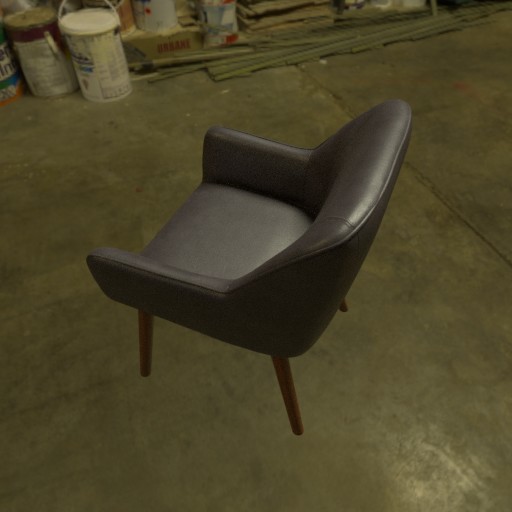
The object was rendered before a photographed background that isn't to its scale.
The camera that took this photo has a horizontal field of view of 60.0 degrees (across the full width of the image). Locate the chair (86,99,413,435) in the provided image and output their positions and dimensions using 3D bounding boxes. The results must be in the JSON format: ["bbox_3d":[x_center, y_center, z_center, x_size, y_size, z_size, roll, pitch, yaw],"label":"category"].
[{"bbox_3d":[0.000,0.000,1.219,0.610,0.828,0.610,18,49,16],"label":"chair"}]
